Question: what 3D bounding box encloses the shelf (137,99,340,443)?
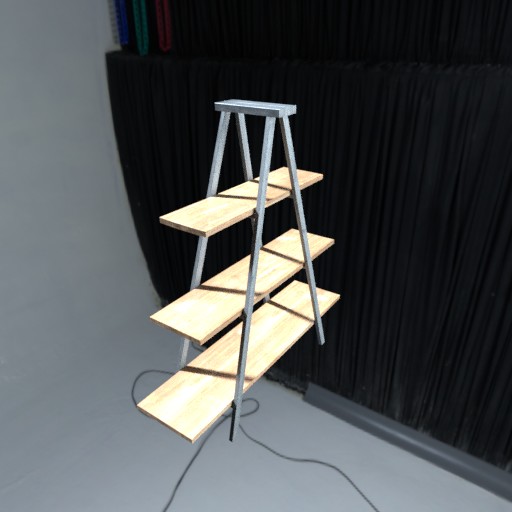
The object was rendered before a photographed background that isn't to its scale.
[{"bbox_3d":[0.000,0.000,2.755,0.508,1.808,1.746,18,31,31],"label":"shelf"}]
